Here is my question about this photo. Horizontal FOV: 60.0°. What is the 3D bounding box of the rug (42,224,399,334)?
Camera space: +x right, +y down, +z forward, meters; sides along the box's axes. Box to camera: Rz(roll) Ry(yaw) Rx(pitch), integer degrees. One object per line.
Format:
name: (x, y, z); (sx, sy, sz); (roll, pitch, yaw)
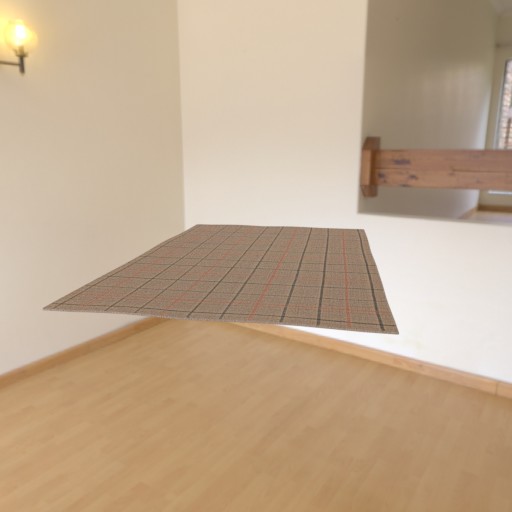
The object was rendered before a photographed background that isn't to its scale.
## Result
rug: (0.000, 0.000, 2.344); (1.220, 0.013, 1.829); (2, 14, 10)
